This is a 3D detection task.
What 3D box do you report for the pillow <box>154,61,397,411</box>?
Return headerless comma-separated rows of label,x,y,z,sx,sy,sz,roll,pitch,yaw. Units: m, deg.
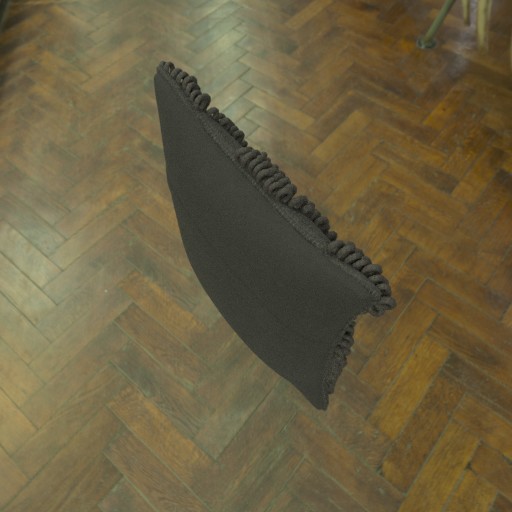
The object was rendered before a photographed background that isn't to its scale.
pillow,0.000,0.000,0.725,0.172,0.467,0.470,-32,64,-17
